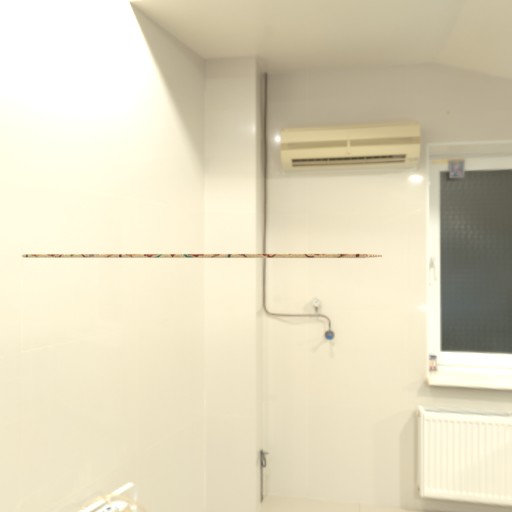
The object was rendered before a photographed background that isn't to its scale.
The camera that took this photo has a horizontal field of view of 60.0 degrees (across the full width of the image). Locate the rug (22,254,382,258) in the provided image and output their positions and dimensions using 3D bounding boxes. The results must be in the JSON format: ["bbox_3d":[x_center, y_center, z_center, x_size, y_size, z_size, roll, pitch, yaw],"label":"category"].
[{"bbox_3d":[0.000,0.000,2.315,1.226,0.013,1.838,0,0,17],"label":"rug"}]
